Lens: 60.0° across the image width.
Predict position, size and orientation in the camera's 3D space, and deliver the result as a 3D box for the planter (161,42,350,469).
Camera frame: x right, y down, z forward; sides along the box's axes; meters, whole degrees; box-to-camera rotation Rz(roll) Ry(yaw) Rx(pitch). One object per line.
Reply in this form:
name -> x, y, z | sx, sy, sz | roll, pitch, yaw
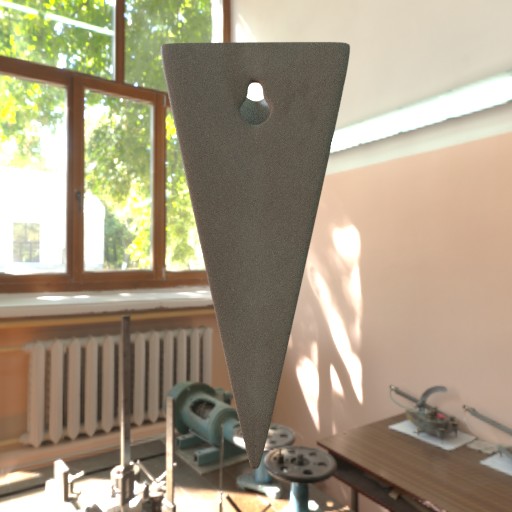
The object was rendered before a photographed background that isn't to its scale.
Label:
planter -> 0.000, 0.000, 0.271 | 0.101, 0.224, 0.081 | 0, -1, 1
